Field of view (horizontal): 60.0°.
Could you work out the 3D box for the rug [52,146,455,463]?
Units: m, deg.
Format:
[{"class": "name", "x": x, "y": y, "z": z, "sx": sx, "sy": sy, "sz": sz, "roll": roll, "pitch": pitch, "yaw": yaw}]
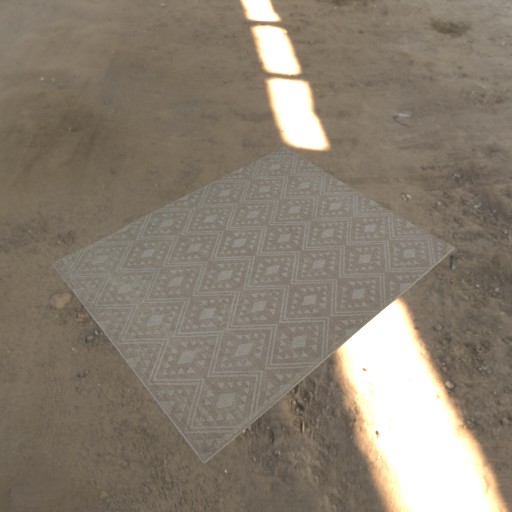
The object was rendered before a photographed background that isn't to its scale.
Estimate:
[{"class": "rug", "x": 0.000, "y": 0.000, "z": 4.223, "sx": 3.011, "sy": 0.054, "sz": 2.399, "roll": -32, "pitch": 54, "yaw": -27}]
